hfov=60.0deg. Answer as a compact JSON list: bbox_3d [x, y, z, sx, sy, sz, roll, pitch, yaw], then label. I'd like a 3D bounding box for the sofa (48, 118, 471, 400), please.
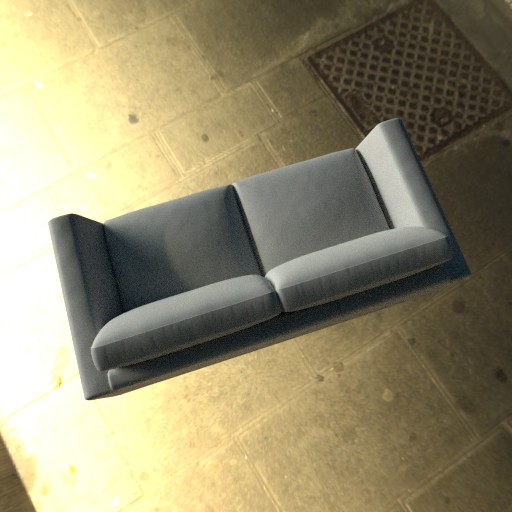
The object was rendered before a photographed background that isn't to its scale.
[{"bbox_3d":[0.000,0.000,2.437,2.017,0.875,0.953,-17,76,-5],"label":"sofa"}]
